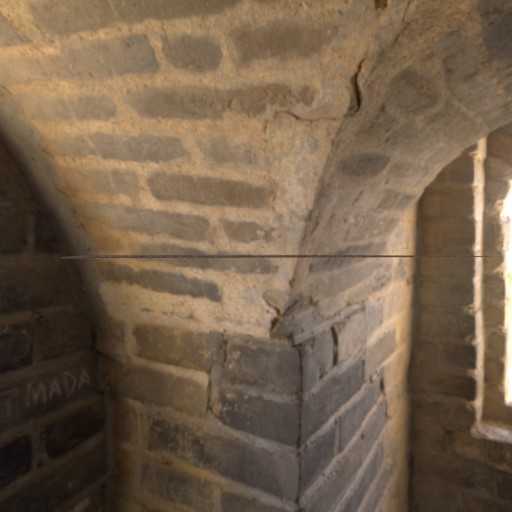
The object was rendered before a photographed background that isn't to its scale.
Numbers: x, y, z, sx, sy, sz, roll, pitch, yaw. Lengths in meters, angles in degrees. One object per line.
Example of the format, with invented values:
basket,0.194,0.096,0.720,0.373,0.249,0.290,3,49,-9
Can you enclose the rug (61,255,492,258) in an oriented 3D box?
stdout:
rug,0.000,0.000,3.999,2.977,0.008,2.380,0,0,-17
